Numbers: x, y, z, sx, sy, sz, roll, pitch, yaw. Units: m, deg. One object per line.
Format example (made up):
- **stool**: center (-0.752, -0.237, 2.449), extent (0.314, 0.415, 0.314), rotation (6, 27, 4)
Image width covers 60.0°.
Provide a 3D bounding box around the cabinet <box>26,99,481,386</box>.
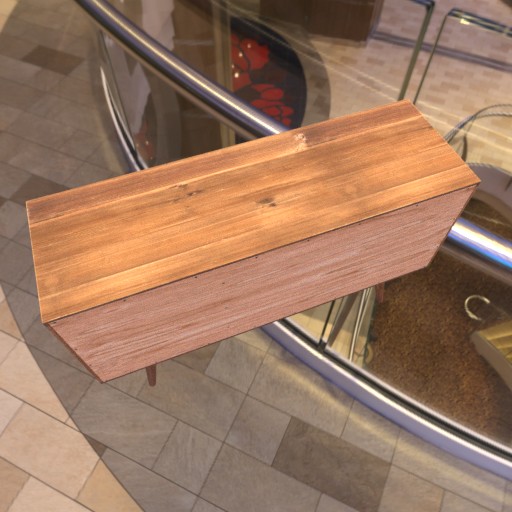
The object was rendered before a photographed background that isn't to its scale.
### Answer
- **cabinet**: center (0.000, 0.000, 1.768), extent (1.400, 0.800, 0.472), rotation (-18, 59, -11)
